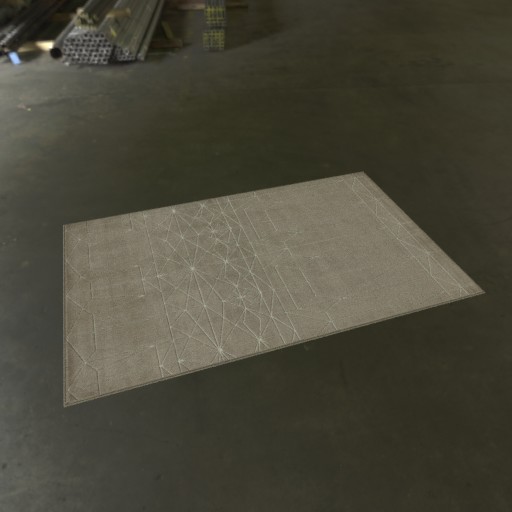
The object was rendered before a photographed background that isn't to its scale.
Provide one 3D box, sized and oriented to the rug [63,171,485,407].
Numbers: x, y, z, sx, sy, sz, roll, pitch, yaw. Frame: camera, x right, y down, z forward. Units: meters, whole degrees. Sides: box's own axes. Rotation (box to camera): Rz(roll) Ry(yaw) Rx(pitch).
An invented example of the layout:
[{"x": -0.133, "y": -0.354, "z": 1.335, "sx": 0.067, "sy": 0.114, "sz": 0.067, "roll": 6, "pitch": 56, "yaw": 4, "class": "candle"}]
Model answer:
[{"x": 0.000, "y": 0.000, "z": 2.957, "sx": 2.438, "sy": 0.012, "sz": 1.524, "roll": -12, "pitch": 42, "yaw": -14, "class": "rug"}]
